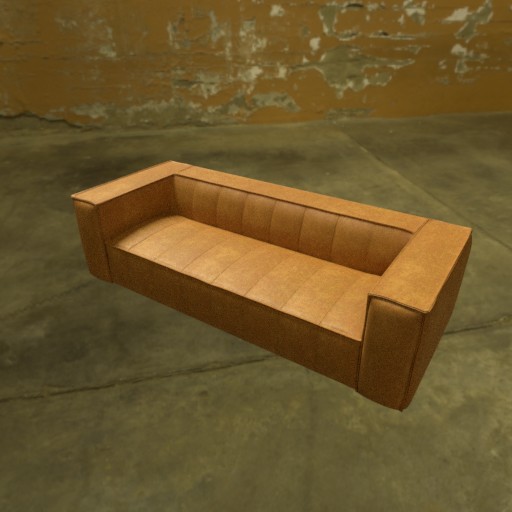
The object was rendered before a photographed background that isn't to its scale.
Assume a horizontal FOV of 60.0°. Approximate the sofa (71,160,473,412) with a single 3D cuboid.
[{"bbox_3d":[0.000,0.000,3.118,2.581,0.701,1.102,18,34,29],"label":"sofa"}]
